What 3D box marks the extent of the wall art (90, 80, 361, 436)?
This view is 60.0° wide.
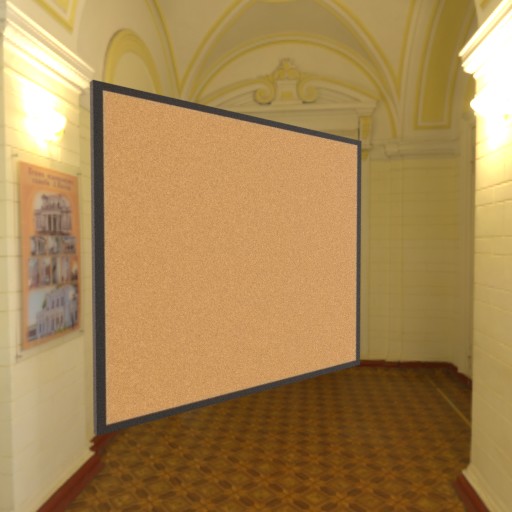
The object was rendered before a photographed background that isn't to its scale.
[{"bbox_3d":[0.000,0.000,1.420,1.033,0.875,0.023,-1,2,-39],"label":"wall art"}]
